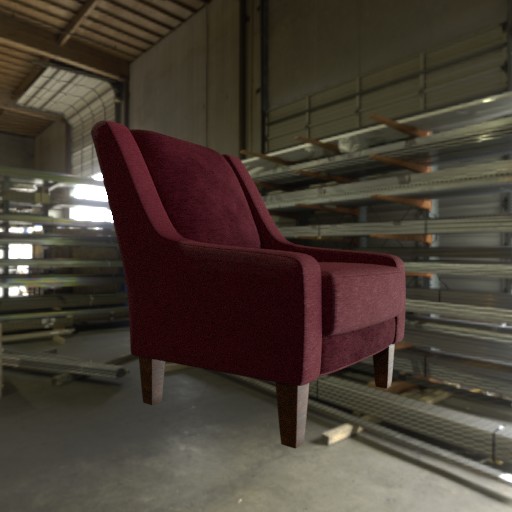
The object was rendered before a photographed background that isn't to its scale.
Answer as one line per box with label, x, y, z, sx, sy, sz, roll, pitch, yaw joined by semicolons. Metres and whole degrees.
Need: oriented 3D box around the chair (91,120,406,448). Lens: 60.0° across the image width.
chair;0.000;0.000;1.682;0.985;1.017;0.793;0;0;37
